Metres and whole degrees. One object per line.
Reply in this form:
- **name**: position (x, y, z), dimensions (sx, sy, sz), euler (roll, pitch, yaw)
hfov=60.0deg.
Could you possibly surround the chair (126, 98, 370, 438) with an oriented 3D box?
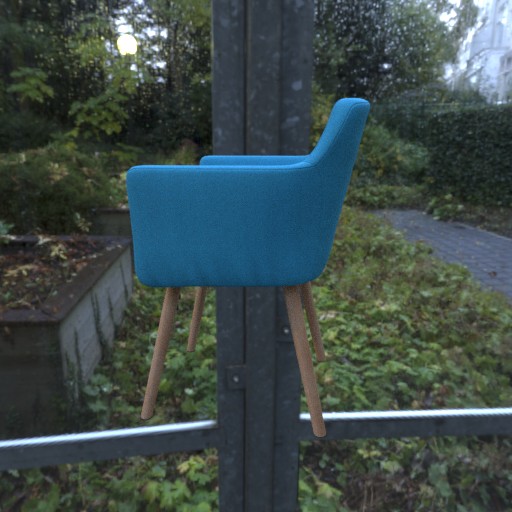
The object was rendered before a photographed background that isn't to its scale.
- **chair**: position (0.000, 0.000, 1.180), dimensions (0.540, 0.780, 0.570), euler (2, 15, 9)
